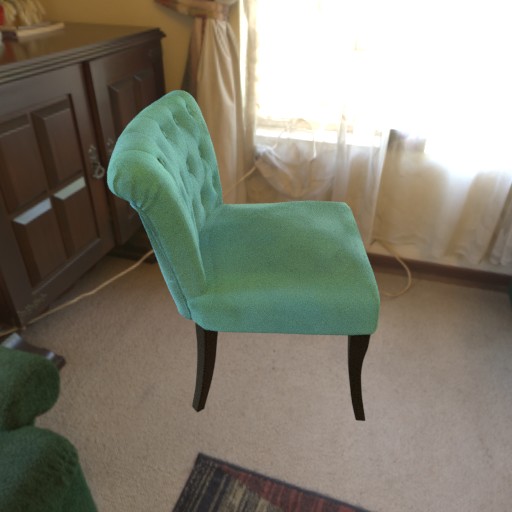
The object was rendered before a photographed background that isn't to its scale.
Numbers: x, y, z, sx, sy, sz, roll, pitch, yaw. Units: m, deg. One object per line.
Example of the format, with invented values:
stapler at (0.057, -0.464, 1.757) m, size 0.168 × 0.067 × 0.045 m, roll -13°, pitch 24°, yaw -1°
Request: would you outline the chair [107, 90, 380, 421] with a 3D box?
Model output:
chair at (0.000, 0.000, 1.205) m, size 0.605 × 0.750 × 0.582 m, roll 1°, pitch 33°, yaw 1°
